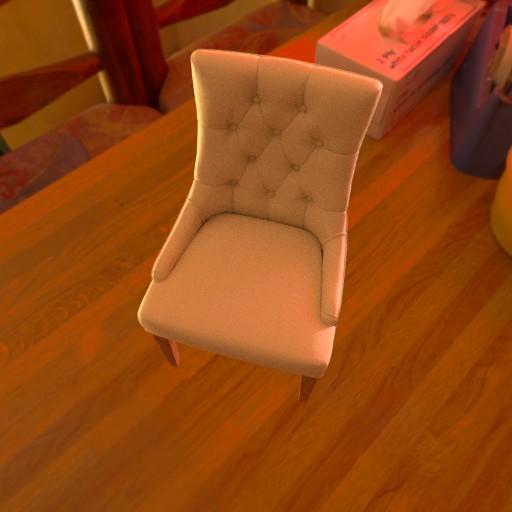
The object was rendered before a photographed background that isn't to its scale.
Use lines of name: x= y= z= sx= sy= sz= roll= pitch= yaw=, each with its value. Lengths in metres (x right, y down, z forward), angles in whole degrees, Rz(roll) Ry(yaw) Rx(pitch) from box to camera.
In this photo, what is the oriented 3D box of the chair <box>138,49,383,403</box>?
chair: x=0.000 y=0.000 z=1.233 sx=0.509 sy=0.874 sz=0.565 roll=13 pitch=60 yaw=8
